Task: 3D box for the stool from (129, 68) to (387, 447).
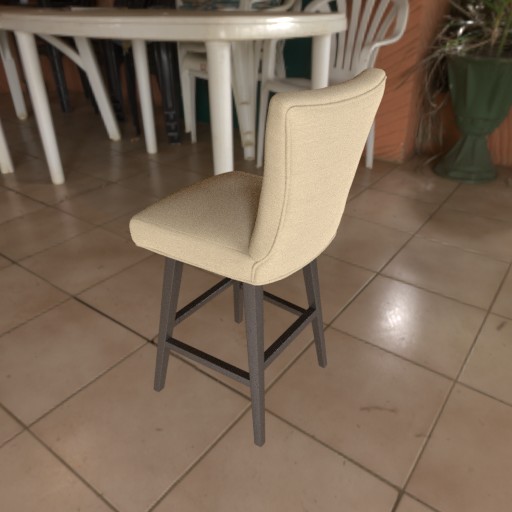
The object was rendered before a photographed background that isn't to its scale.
[{"bbox_3d":[0.000,0.000,1.396,0.574,1.086,0.514,20,35,30],"label":"stool"}]
